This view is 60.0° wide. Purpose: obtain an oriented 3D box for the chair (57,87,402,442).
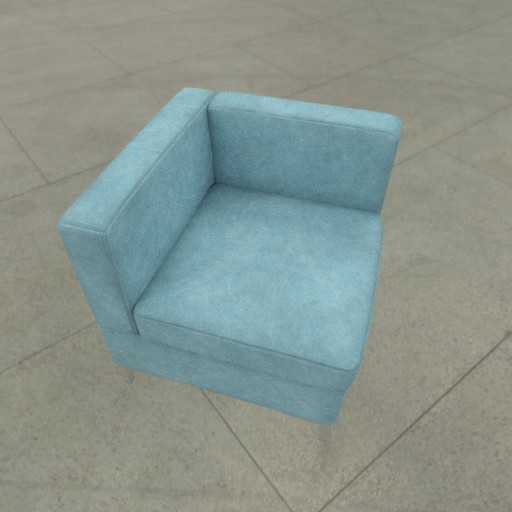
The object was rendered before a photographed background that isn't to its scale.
[{"bbox_3d":[0.000,0.000,1.275,0.684,0.660,0.691,12,47,12],"label":"chair"}]
